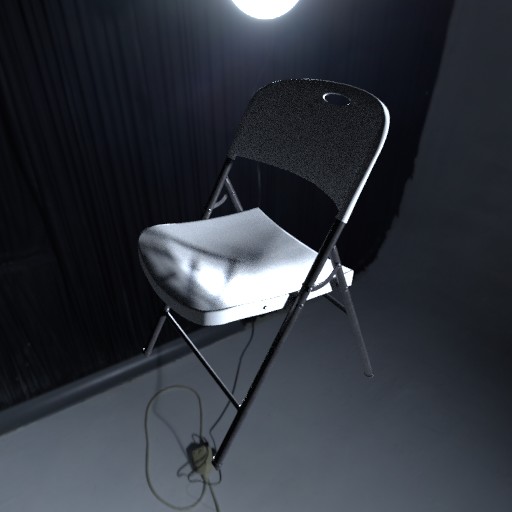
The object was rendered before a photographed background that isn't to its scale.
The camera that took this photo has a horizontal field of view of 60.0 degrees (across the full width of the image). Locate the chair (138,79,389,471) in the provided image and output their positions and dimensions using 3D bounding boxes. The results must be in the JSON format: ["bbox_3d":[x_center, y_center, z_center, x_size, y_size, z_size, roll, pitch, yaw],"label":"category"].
[{"bbox_3d":[0.000,0.000,1.183,0.566,0.810,0.494,-20,37,-28],"label":"chair"}]
